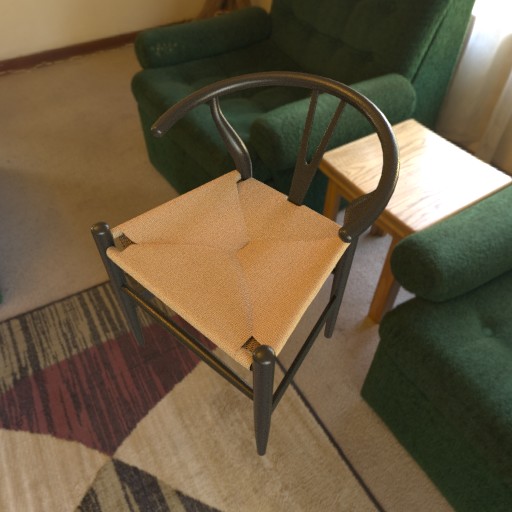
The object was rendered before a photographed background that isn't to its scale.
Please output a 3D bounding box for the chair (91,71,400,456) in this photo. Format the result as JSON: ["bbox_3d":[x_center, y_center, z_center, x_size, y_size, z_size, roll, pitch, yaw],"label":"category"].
[{"bbox_3d":[0.000,0.000,1.149,0.570,0.739,0.570,33,55,27],"label":"chair"}]
